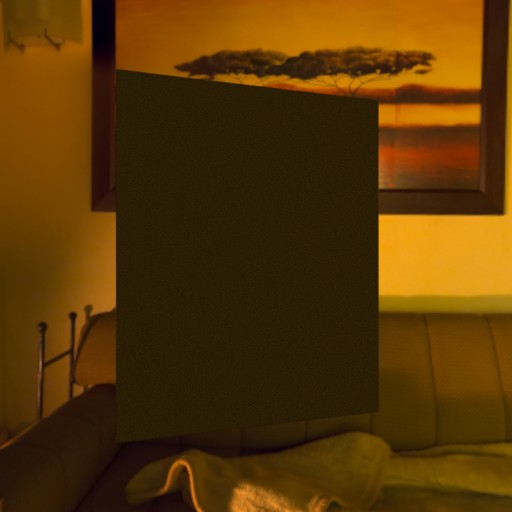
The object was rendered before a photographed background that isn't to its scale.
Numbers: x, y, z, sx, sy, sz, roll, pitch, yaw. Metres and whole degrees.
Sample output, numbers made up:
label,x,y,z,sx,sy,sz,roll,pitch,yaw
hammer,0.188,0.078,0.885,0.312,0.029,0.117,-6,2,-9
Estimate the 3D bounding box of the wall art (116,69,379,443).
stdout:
label,x,y,z,sx,sy,sz,roll,pitch,yaw
wall art,0.000,0.000,0.811,0.489,0.608,0.040,0,0,-17
